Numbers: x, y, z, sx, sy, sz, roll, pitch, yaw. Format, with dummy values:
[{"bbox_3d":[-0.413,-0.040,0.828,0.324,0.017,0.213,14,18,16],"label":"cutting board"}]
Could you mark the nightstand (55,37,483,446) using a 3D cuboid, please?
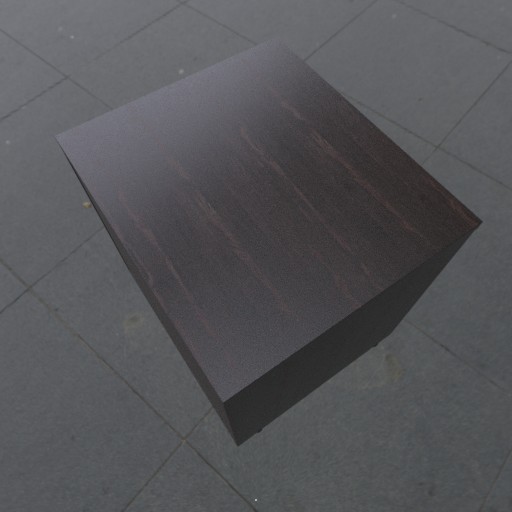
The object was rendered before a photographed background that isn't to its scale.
[{"bbox_3d":[0.000,0.000,0.865,0.427,0.487,0.489,-31,66,-16],"label":"nightstand"}]
